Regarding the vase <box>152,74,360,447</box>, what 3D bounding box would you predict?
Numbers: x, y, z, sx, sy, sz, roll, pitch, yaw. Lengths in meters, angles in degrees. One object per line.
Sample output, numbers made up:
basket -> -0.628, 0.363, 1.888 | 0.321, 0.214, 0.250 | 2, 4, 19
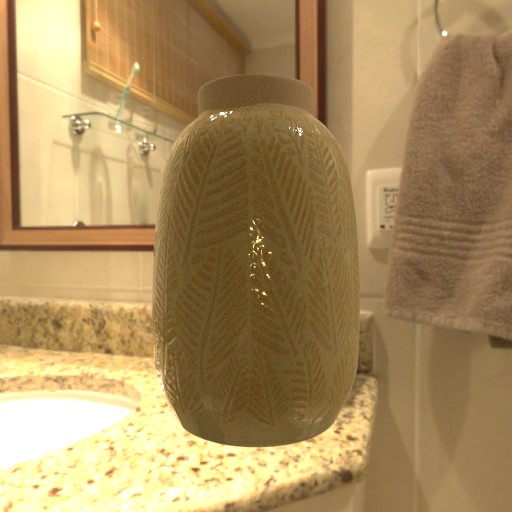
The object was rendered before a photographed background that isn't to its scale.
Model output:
vase -> 0.000, 0.000, 0.375 | 0.172, 0.270, 0.172 | 0, 2, 0
